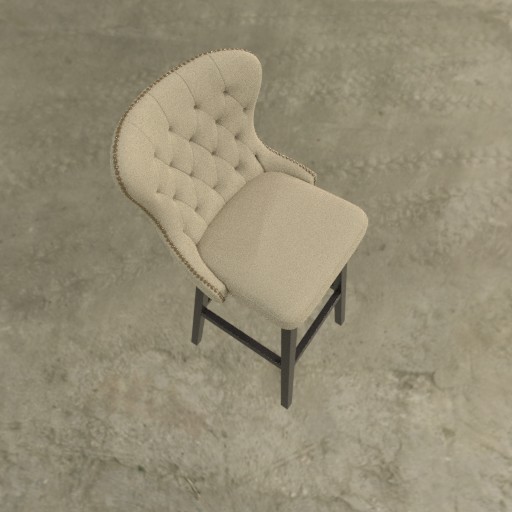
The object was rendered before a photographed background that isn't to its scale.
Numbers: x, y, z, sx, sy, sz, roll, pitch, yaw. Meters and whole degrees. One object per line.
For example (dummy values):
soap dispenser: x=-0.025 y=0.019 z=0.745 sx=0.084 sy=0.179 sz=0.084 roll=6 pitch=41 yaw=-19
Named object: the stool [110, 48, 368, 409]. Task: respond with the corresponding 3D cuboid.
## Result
stool: x=0.000 y=0.000 z=1.421 sx=0.605 sy=1.066 sz=0.528 roll=31 pitch=63 yaw=18
